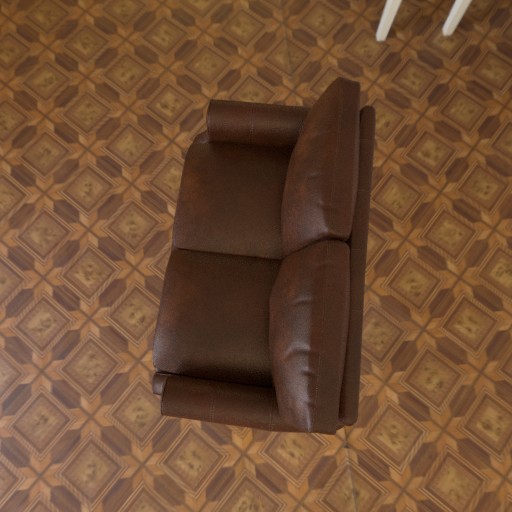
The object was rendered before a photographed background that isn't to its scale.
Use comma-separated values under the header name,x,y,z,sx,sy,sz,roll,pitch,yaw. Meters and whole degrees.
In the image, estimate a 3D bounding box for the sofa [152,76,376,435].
name,x,y,z,sx,sy,sz,roll,pitch,yaw
sofa,0.000,0.000,2.244,0.990,0.976,1.616,7,76,2
